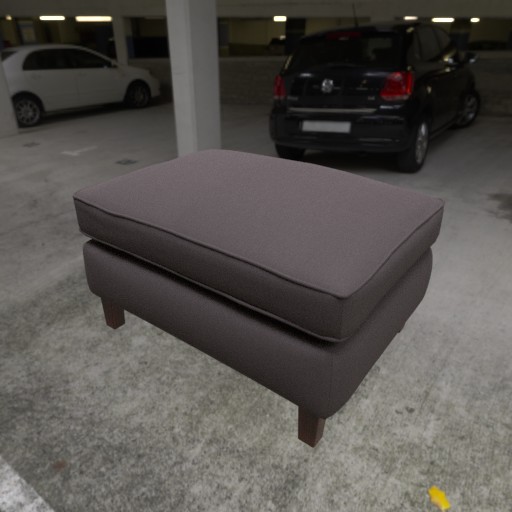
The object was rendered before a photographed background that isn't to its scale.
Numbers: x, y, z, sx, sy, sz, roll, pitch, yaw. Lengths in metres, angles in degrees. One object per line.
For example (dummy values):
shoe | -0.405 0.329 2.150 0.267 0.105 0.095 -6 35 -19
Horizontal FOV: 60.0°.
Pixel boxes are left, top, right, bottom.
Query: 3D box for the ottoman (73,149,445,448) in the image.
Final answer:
ottoman | 0.000 0.000 1.016 0.686 0.406 0.508 20 34 32
